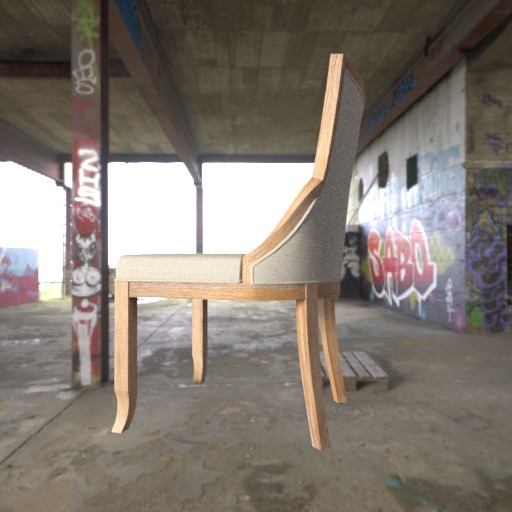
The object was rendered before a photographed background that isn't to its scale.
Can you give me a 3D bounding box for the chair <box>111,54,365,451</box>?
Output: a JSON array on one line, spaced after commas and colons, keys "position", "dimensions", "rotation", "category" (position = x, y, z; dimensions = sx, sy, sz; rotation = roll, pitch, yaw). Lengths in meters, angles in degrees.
[{"position": [0.000, 0.000, 1.334], "dimensions": [0.641, 0.947, 0.524], "rotation": [0, 0, 18], "category": "chair"}]
